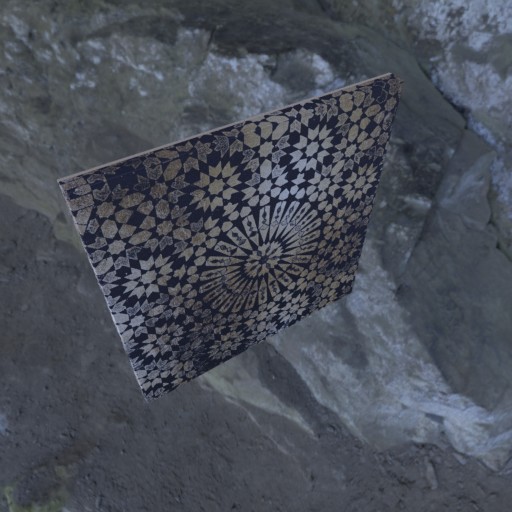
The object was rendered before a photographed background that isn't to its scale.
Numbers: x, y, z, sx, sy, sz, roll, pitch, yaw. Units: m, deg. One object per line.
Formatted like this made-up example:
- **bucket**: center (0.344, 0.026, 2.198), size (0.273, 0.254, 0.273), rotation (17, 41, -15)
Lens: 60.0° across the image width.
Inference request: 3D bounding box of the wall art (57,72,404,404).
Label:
- **wall art**: center (0.000, 0.000, 0.919), size (0.612, 0.612, 0.038), rotation (-25, 51, -22)
